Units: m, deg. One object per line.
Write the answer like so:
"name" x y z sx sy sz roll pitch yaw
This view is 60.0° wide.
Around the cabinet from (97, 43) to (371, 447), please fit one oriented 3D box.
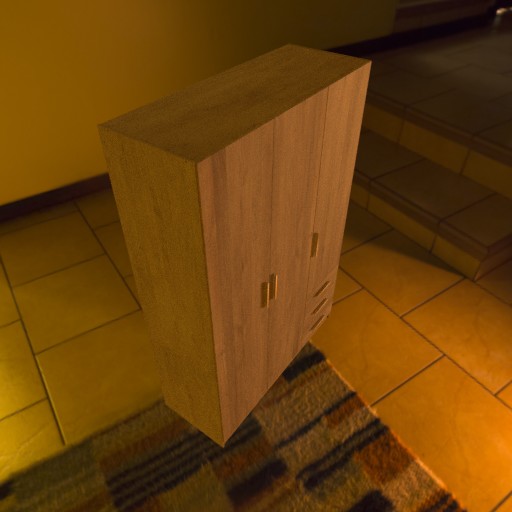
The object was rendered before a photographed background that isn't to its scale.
"cabinet" 0.000 0.000 2.538 0.510 1.910 1.290 26 47 27
